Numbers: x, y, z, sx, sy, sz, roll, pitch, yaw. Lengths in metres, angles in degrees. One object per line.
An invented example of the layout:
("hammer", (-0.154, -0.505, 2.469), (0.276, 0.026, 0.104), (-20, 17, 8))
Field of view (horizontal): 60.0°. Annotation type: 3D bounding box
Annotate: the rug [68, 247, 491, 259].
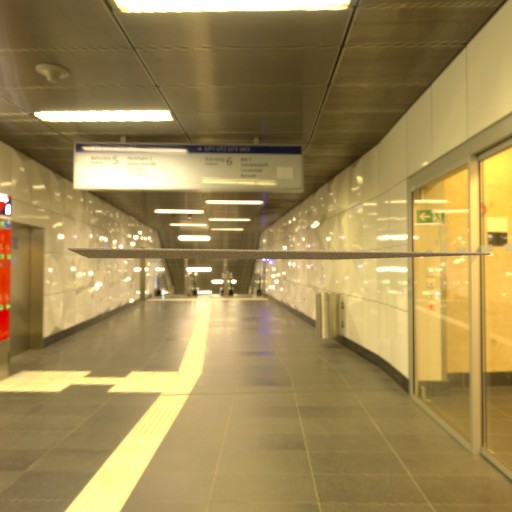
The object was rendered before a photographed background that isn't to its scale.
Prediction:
("rug", (0.000, 0.000, 4.131), (3.046, 0.015, 2.446), (0, -1, -18))
